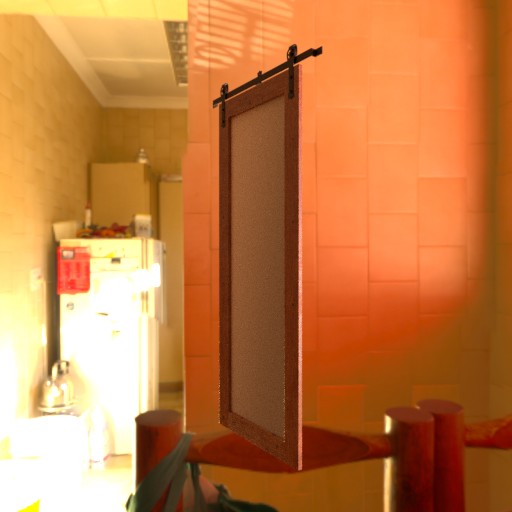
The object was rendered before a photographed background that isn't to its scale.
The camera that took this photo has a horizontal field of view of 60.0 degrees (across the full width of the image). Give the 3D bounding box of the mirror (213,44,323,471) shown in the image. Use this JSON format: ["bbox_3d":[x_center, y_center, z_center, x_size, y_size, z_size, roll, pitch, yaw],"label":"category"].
[{"bbox_3d":[0.000,0.000,2.108,0.042,1.793,0.847,0,1,-36],"label":"mirror"}]
